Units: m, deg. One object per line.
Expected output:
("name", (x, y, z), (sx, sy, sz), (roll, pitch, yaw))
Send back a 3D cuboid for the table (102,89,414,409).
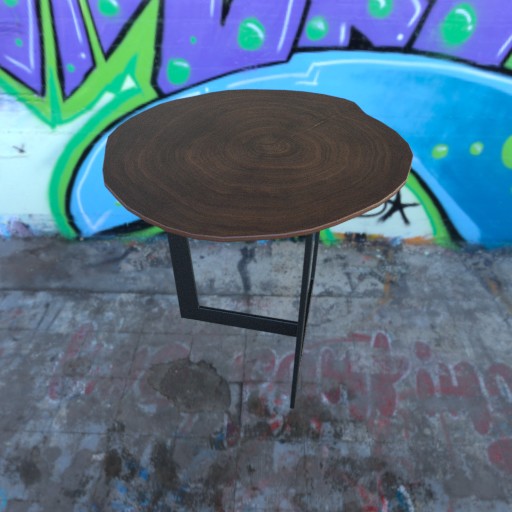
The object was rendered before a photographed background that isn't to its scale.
("table", (0.000, 0.000, 0.869), (0.494, 0.476, 0.477), (1, 41, 1))
